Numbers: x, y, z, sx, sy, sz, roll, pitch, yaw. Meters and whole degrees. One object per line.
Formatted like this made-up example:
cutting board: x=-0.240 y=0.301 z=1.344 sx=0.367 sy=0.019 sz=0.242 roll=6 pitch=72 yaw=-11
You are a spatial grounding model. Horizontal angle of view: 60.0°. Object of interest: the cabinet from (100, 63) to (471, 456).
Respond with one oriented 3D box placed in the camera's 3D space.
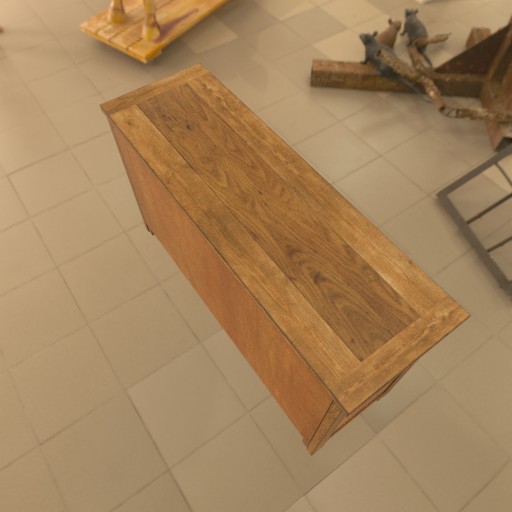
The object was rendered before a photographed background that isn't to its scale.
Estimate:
cabinet: x=0.000 y=0.000 z=1.867 sx=0.480 sy=0.813 sz=1.474 roll=-31 pitch=63 yaw=-18
